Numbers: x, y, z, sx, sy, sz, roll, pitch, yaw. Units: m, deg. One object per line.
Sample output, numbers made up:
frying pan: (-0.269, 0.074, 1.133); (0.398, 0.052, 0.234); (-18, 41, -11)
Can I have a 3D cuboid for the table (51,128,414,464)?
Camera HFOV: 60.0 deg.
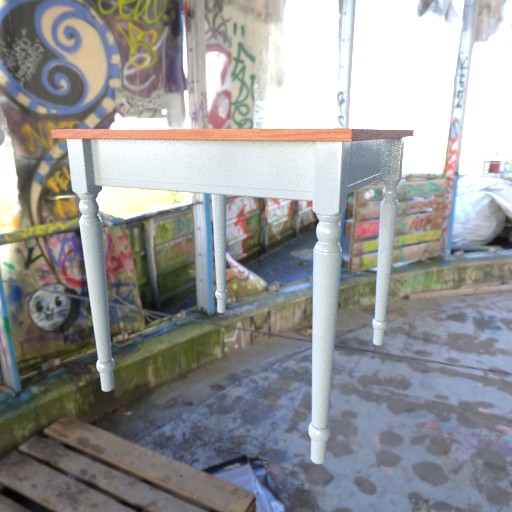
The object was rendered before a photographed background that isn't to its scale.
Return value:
table: (0.000, 0.000, 1.344); (0.747, 0.738, 0.747); (8, 18, 26)
